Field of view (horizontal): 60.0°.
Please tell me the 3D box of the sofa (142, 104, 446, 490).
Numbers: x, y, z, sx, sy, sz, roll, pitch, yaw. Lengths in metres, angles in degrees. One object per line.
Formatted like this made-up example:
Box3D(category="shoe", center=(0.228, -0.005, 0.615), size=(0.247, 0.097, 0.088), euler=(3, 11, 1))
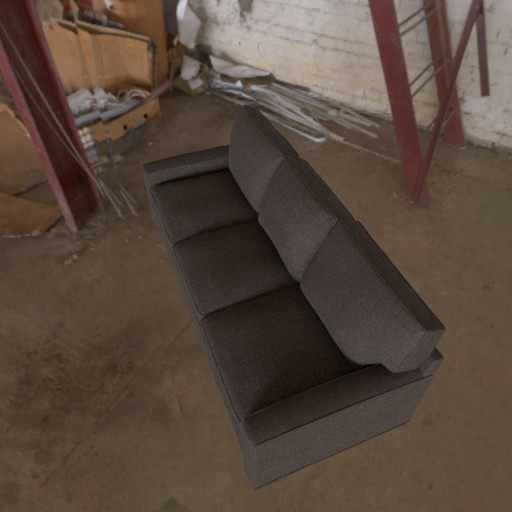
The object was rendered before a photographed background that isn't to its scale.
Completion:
Box3D(category="sofa", center=(0.000, 0.000, 2.898), size=(1.004, 0.978, 2.369), euler=(-16, 48, -15))
